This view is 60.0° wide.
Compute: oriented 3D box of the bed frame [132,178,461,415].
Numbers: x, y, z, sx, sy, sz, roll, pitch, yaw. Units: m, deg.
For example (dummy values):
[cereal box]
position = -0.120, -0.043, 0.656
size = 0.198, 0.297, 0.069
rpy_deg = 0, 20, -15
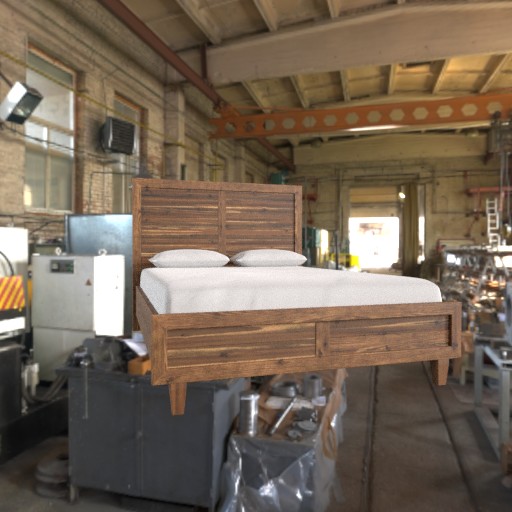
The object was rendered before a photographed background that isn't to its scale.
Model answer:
[bed frame]
position = 0.000, 0.000, 3.308
size = 1.696, 1.417, 2.276
rpy_deg = 0, 1, -18
